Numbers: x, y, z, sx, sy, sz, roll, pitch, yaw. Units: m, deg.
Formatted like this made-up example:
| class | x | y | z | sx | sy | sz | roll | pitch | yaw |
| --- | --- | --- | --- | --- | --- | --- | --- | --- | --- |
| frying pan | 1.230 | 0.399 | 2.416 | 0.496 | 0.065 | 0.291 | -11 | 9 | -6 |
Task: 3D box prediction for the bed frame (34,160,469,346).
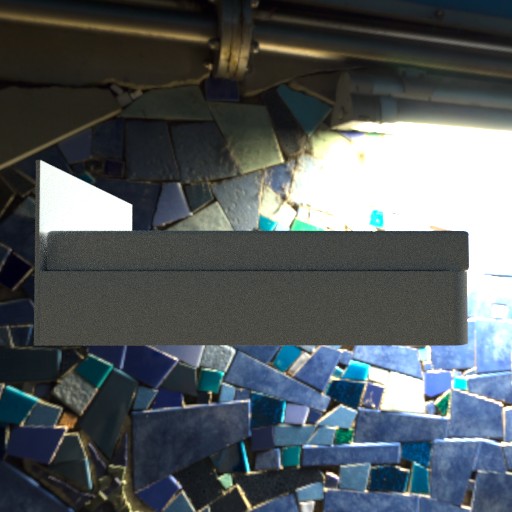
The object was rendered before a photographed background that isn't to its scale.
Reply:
| class | x | y | z | sx | sy | sz | roll | pitch | yaw |
| --- | --- | --- | --- | --- | --- | --- | --- | --- | --- |
| bed frame | 0.000 | 0.000 | 2.607 | 1.900 | 0.800 | 1.400 | 0 | -1 | 0 |
